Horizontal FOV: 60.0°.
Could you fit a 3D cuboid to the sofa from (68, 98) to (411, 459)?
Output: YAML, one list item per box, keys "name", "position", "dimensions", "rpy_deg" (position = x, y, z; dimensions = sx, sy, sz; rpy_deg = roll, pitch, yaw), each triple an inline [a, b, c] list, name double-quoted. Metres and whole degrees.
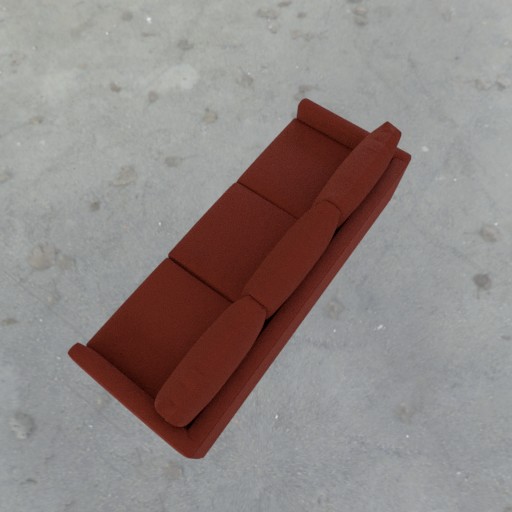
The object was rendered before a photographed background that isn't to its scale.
- name: "sofa"
  position: [0.000, 0.000, 2.746]
  dimensions: [0.875, 0.879, 2.252]
  rpy_deg: [34, 69, 15]
